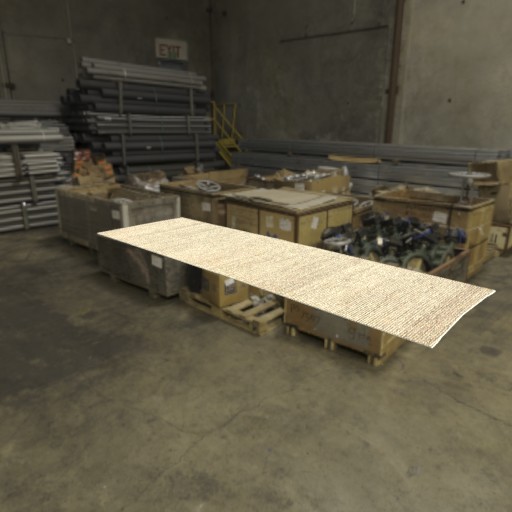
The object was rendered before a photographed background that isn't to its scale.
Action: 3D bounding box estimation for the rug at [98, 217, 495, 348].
[{"bbox_3d":[0.000,0.000,2.574,2.390,0.014,0.741,15,23,42],"label":"rug"}]
